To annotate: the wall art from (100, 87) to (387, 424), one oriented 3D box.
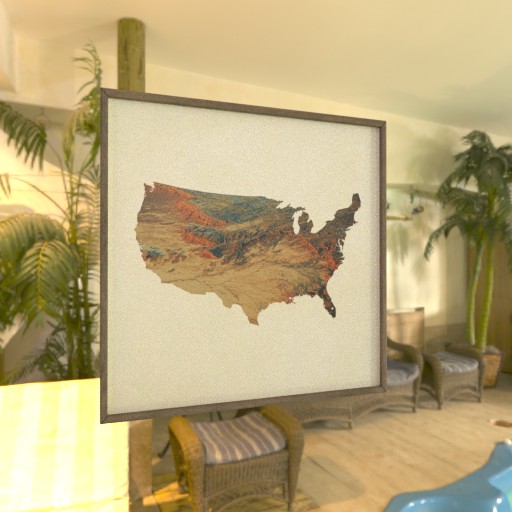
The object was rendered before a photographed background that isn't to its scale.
[{"bbox_3d":[0.000,0.000,1.129,0.749,0.751,0.050,0,0,-19],"label":"wall art"}]
